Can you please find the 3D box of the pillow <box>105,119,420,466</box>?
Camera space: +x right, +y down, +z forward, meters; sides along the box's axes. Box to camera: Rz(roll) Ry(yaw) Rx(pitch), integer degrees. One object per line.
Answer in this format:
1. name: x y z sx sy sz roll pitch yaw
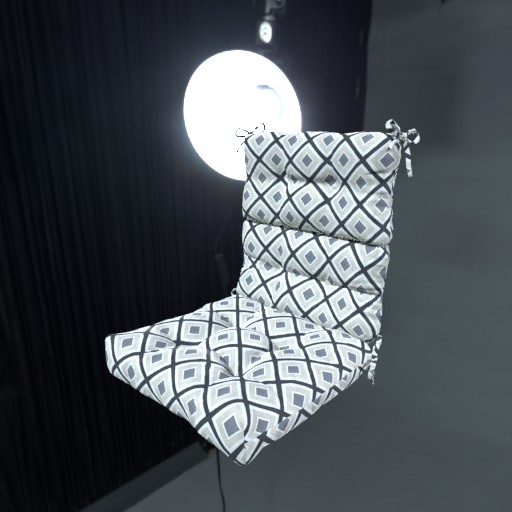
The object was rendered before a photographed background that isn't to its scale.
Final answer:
1. pillow: 0.000 0.000 1.024 0.519 0.605 0.571 15 22 41
